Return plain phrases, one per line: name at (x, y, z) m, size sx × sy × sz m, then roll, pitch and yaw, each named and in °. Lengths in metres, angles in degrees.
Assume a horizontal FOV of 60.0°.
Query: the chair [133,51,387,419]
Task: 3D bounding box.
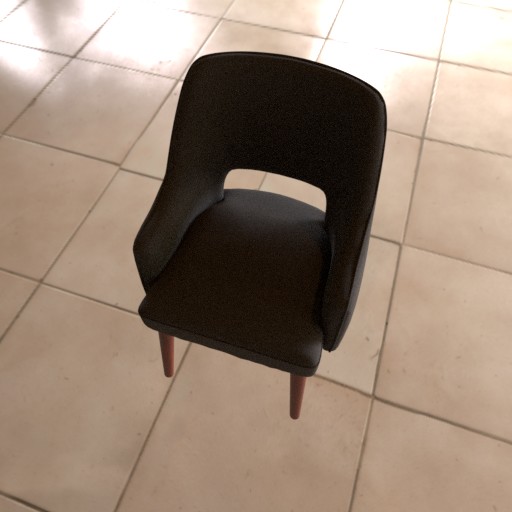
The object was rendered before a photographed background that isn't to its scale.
chair at (0.000, 0.000, 1.194) m, size 0.559 × 0.838 × 0.560 m, roll 15°, pitch 59°, yaw 10°
